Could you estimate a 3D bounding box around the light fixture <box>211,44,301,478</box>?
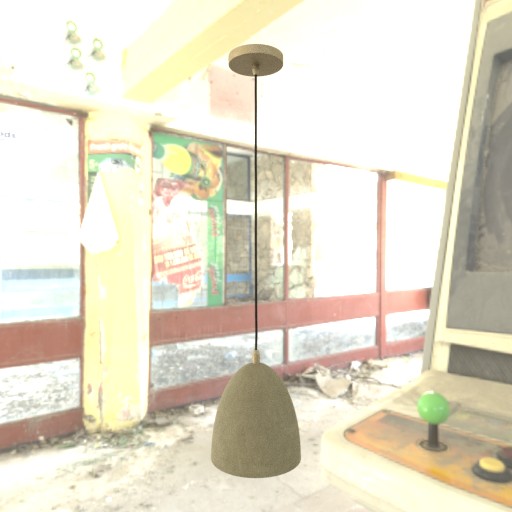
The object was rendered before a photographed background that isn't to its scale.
[{"bbox_3d":[0.000,0.000,0.843,0.170,0.759,0.170,0,0,-17],"label":"light fixture"}]
